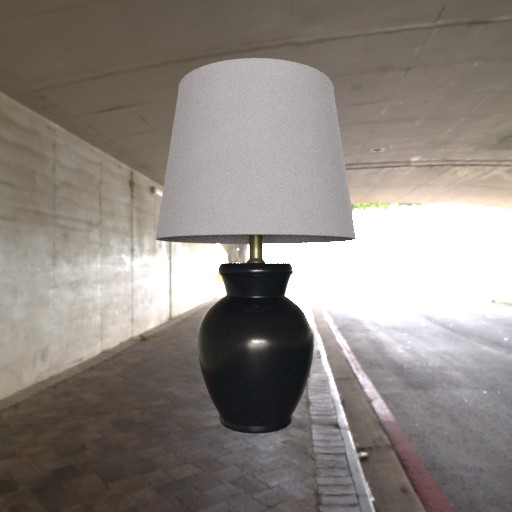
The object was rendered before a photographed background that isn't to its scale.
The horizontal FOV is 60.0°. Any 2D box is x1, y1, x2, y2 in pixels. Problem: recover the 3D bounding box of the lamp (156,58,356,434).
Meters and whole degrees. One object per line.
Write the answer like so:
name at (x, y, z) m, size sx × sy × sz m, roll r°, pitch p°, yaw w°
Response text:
lamp at (0.000, 0.000, 0.541) m, size 0.239 × 0.399 × 0.239 m, roll 0°, pitch -1°, yaw 0°
